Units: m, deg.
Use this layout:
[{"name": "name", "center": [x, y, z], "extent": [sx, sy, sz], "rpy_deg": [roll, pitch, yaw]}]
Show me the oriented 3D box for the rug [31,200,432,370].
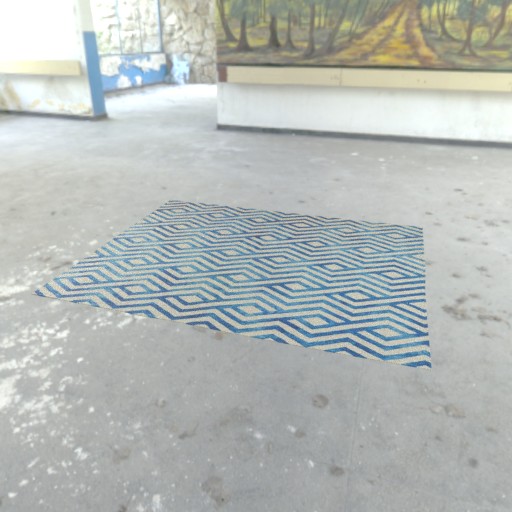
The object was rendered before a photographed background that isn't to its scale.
[{"name": "rug", "center": [0.000, 0.000, 4.219], "extent": [3.059, 0.008, 2.453], "rpy_deg": [8, 27, 16]}]
